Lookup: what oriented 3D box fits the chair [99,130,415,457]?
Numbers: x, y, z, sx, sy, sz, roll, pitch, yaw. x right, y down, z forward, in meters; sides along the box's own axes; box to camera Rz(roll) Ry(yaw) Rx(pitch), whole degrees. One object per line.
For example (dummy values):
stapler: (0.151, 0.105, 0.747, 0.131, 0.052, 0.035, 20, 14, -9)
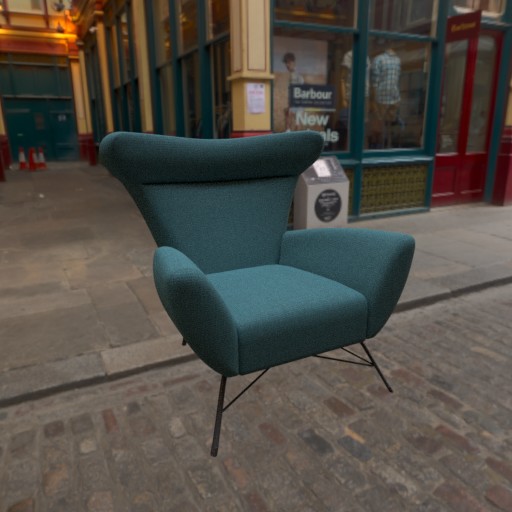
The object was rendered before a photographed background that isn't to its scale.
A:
chair: (0.000, 0.000, 1.811, 1.050, 0.980, 0.900, -8, 18, -27)
